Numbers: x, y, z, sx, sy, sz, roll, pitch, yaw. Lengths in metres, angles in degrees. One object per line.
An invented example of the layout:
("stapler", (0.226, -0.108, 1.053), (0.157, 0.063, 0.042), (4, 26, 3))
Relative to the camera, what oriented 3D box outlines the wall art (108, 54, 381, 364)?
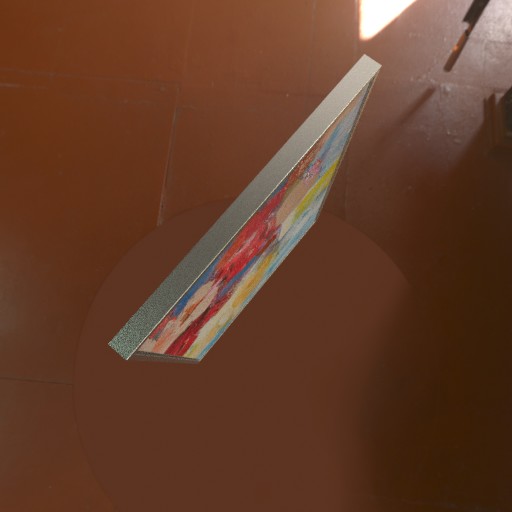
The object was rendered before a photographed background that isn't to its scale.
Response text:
("wall art", (0.000, 0.000, 0.767), (0.025, 0.569, 0.444), (38, 79, 9))
